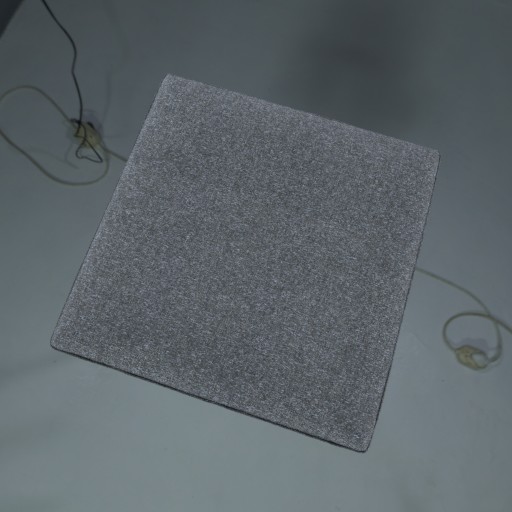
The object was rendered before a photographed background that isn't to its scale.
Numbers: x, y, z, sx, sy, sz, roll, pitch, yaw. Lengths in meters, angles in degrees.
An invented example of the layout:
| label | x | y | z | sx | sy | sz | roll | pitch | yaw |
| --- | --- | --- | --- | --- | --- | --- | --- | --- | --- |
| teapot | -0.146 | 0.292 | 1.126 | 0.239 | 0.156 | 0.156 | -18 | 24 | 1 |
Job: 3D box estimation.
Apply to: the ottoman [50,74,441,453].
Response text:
| label | x | y | z | sx | sy | sz | roll | pitch | yaw |
| --- | --- | --- | --- | --- | --- | --- | --- | --- | --- |
| ottoman | 0.000 | 0.000 | 1.573 | 1.017 | 0.423 | 1.021 | 18 | 76 | 5 |
